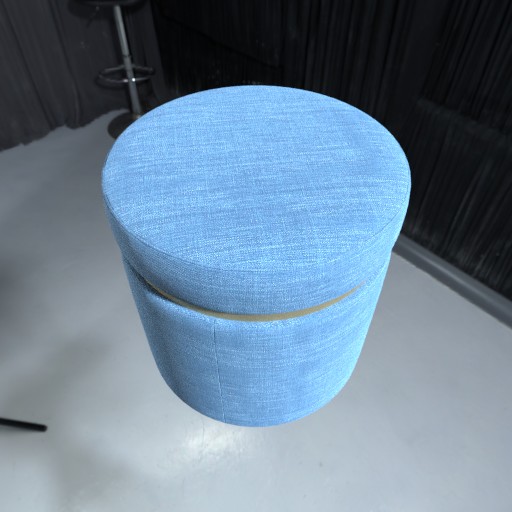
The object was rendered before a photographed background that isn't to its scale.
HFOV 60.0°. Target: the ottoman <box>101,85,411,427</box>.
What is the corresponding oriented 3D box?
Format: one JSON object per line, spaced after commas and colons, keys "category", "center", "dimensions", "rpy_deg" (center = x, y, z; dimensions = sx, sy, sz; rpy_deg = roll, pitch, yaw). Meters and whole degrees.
{"category": "ottoman", "center": [0.000, 0.000, 0.709], "dimensions": [0.398, 0.406, 0.398], "rpy_deg": [0, 47, 0]}
